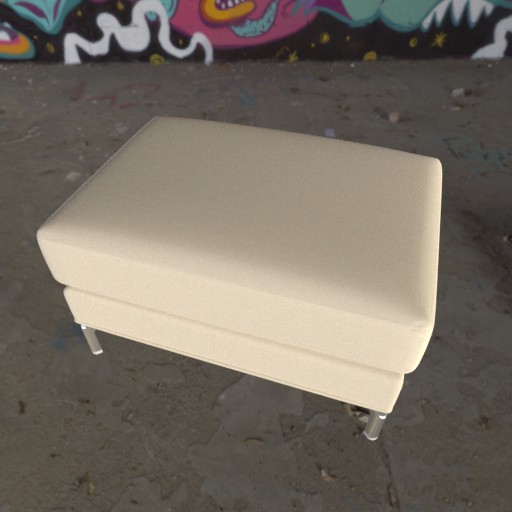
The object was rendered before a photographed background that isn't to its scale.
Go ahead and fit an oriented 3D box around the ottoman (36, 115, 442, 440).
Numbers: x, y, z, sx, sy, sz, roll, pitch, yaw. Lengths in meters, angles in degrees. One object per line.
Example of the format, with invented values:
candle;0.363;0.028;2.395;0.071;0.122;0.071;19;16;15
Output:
ottoman;0.000;0.000;1.178;0.835;0.497;0.581;13;46;13
